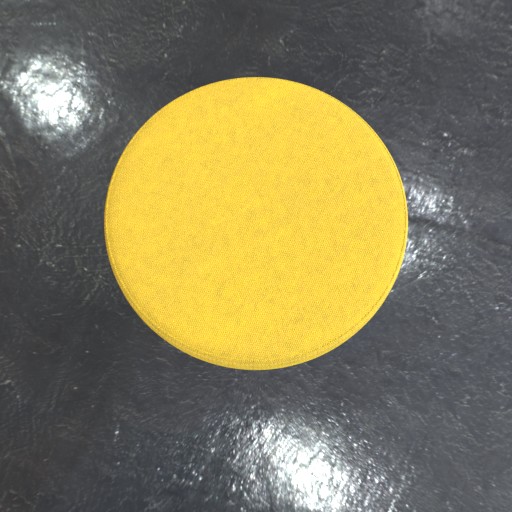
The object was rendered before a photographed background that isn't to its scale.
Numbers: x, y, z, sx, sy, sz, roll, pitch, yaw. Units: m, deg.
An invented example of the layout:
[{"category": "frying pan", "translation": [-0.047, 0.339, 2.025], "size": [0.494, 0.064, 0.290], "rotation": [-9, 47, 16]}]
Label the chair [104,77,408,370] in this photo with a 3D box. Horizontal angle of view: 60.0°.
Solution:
[{"category": "chair", "translation": [0.000, 0.000, 0.697], "size": [0.345, 0.455, 0.345], "rotation": [21, 77, 5]}]
